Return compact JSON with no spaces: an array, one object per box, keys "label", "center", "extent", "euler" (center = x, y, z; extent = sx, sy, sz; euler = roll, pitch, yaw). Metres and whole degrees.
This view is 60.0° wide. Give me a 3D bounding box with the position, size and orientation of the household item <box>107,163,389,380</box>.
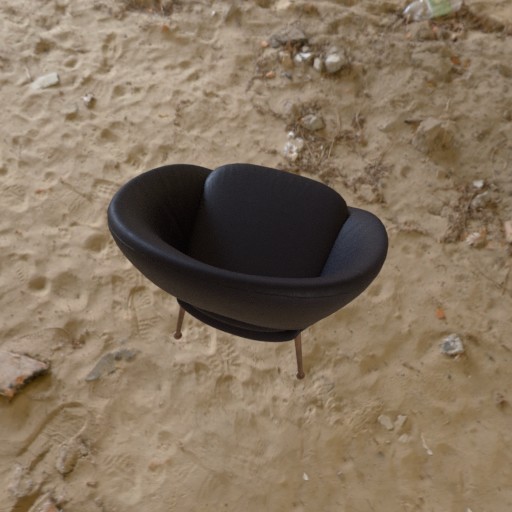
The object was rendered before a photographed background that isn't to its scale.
[{"label":"household item","center":[0.000,0.000,1.227],"extent":[0.623,0.852,0.573],"euler":[16,64,8]}]
